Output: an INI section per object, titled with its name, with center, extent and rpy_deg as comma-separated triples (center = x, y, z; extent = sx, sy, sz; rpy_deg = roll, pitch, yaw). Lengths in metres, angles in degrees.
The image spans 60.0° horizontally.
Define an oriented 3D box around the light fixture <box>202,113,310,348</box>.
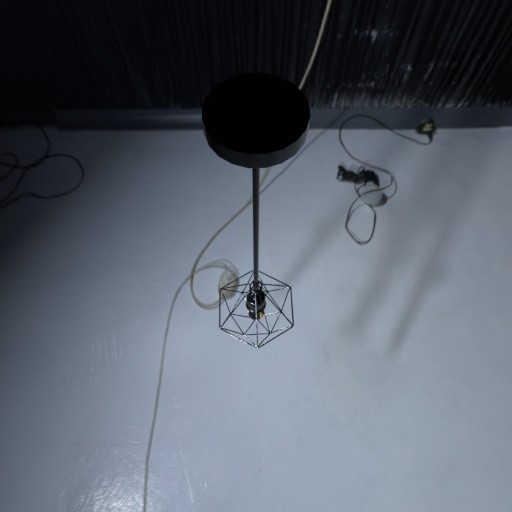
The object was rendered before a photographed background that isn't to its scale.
[light fixture]
center = 0.000, 0.000, 1.986
extent = 0.431, 1.764, 0.487
rpy_deg = -2, 64, -1
